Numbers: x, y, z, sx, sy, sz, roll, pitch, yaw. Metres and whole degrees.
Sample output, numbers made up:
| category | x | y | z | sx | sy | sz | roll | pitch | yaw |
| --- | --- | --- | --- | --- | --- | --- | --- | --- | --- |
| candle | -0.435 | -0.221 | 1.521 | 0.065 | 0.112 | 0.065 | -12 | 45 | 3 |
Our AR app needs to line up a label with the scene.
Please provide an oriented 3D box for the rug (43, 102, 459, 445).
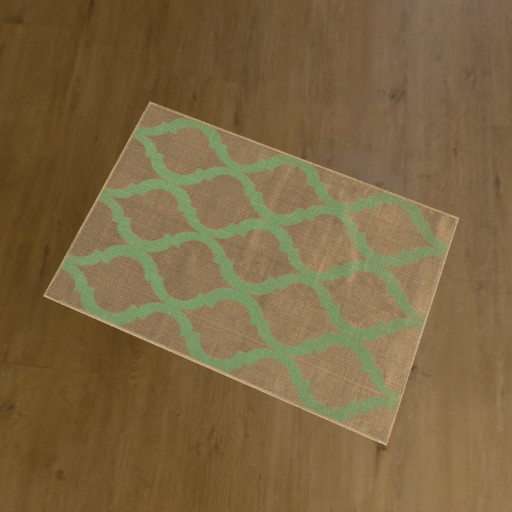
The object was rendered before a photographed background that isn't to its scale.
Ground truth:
| category | x | y | z | sx | sy | sz | roll | pitch | yaw |
| --- | --- | --- | --- | --- | --- | --- | --- | --- | --- |
| rug | 0.000 | 0.000 | 2.880 | 2.286 | 0.006 | 1.524 | 22 | 76 | 6 |
